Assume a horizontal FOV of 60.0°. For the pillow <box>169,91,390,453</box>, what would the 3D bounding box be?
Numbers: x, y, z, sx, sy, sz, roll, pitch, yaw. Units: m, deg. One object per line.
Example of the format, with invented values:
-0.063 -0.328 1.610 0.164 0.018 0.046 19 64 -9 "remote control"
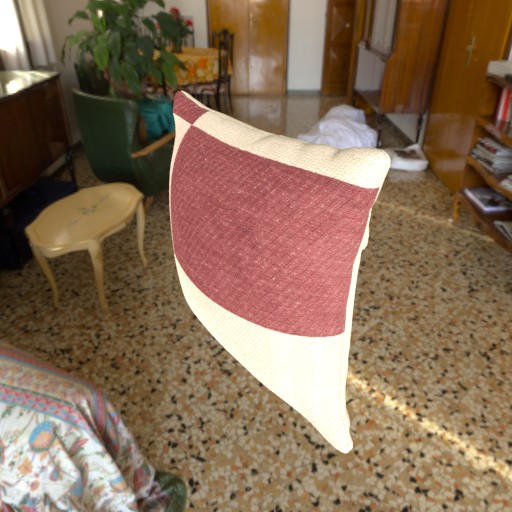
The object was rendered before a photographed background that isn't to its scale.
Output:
0.000 0.000 0.792 0.229 0.506 0.536 -20 36 -30 "pillow"
